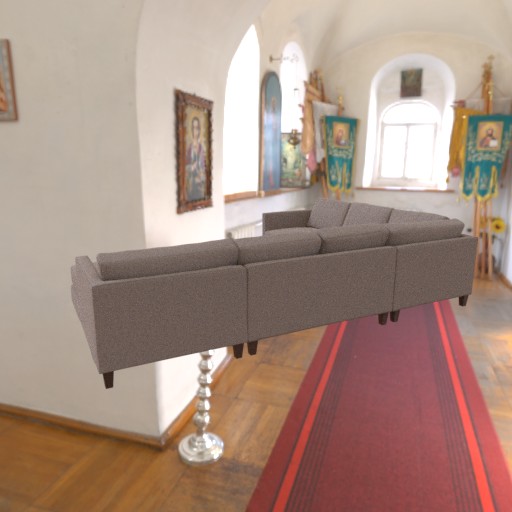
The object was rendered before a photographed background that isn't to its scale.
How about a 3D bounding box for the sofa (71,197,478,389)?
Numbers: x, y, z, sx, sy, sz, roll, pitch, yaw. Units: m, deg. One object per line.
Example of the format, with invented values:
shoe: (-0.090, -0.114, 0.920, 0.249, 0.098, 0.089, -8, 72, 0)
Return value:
sofa: (0.000, 0.000, 4.452, 3.438, 0.865, 2.424, -7, 15, -27)
